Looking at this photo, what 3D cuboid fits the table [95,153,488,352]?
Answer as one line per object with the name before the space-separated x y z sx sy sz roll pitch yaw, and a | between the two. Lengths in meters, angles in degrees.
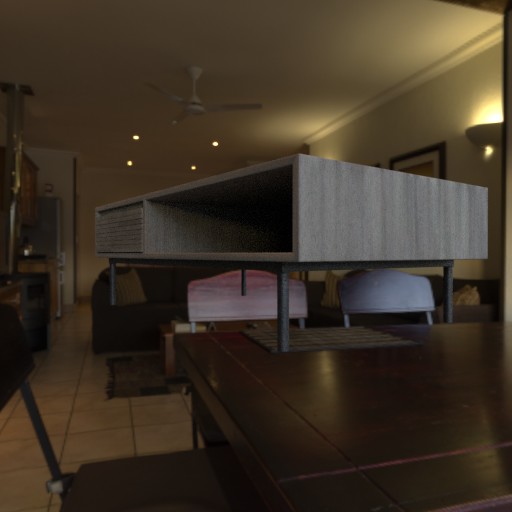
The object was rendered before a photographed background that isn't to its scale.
table | 0.000 0.000 1.357 0.643 0.347 1.088 0 0 -37
